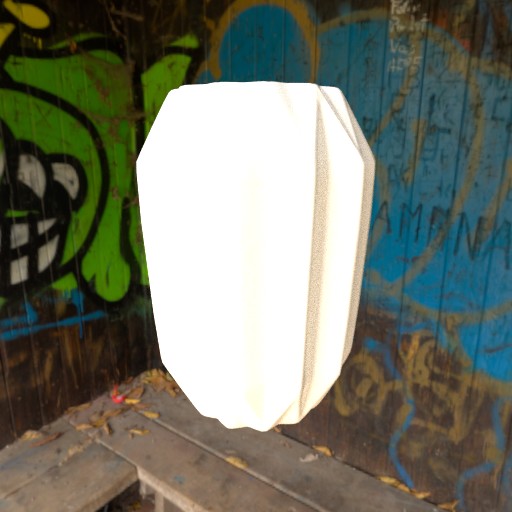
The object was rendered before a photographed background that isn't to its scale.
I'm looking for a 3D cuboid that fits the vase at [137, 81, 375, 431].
[{"bbox_3d":[0.000,0.000,0.391,0.195,0.275,0.195,0,15,0],"label":"vase"}]
